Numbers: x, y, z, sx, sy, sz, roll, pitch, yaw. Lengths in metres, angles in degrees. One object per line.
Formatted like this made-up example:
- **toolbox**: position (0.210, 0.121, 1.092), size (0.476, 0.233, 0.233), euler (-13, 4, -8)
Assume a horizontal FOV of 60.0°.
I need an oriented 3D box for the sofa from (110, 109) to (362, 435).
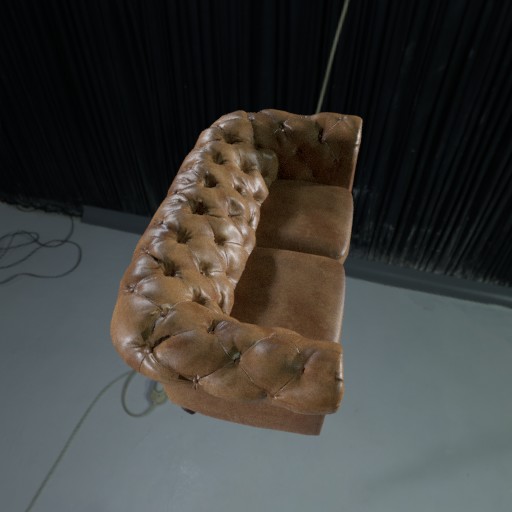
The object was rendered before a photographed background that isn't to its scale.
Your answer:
- **sofa**: position (0.000, 0.000, 2.529), size (1.042, 0.877, 1.979), euler (9, 48, 8)
